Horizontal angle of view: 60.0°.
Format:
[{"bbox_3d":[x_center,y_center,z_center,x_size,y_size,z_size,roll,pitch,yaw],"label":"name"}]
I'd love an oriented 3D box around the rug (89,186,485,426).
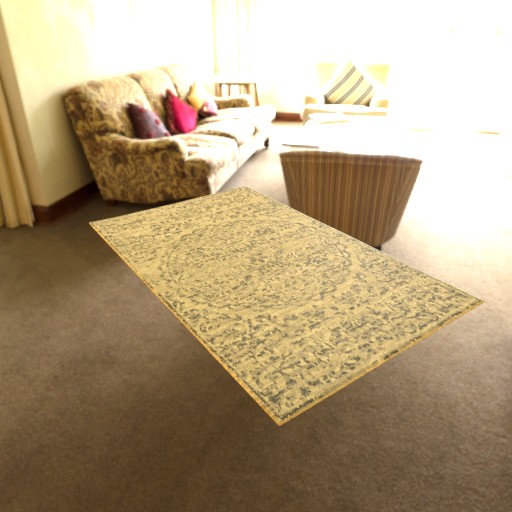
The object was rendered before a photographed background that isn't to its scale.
[{"bbox_3d":[0.000,0.000,3.061,1.527,0.021,2.447,-19,34,-31],"label":"rug"}]
